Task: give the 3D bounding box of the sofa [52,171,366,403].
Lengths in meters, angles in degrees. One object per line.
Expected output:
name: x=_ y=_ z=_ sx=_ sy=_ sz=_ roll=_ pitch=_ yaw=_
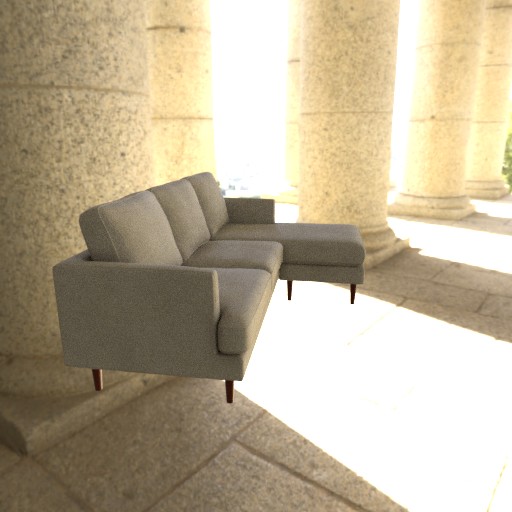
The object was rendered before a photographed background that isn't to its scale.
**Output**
sofa: x=0.000 y=0.000 z=2.969 sx=1.504 sy=0.956 sz=2.233 roll=2 pitch=16 yaw=9
